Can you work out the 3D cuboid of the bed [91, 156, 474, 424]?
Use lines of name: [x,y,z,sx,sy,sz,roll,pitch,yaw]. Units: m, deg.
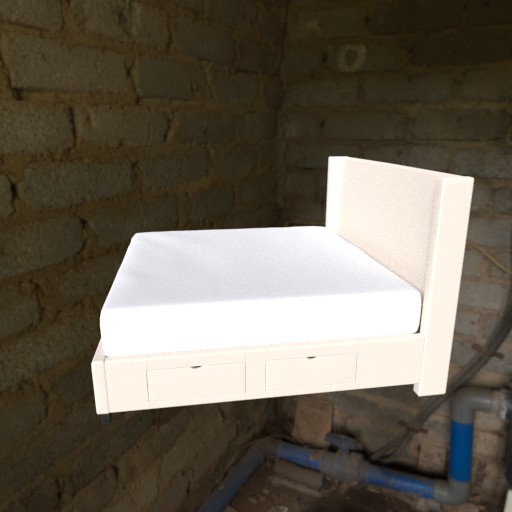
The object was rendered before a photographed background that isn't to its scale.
bed: [0.000,0.000,3.658,2.293,1.471,2.145,-3,16,-9]
